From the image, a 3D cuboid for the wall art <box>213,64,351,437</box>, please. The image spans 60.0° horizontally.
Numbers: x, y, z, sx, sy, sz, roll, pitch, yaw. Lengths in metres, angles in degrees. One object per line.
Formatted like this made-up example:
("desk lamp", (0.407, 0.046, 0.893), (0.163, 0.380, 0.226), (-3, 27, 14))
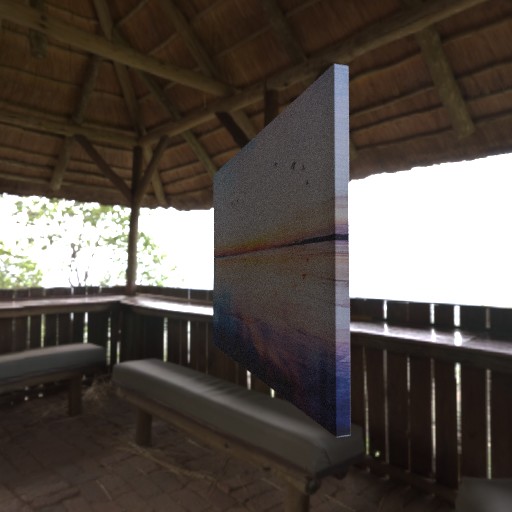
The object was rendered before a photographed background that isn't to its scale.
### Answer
("wall art", (0.000, 0.000, 1.440), (0.034, 0.756, 1.137), (1, -2, -18))
